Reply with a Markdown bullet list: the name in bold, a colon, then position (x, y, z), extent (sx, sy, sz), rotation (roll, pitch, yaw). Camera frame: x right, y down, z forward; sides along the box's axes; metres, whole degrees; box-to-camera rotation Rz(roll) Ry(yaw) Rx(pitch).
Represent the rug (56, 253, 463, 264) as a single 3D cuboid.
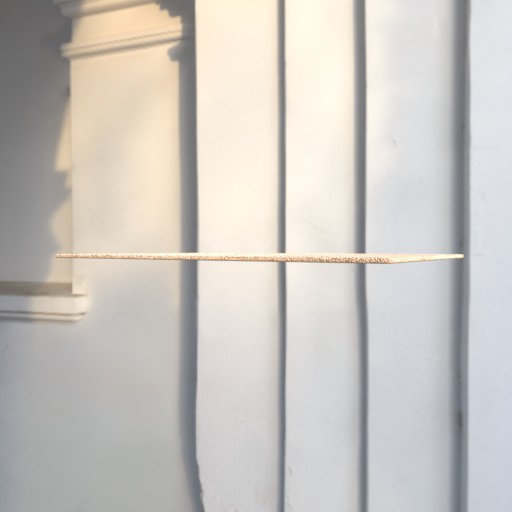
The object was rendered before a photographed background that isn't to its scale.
- **rug**: position (0.000, 0.000, 3.534), extent (2.743, 0.030, 1.778), rotation (1, 1, 35)
